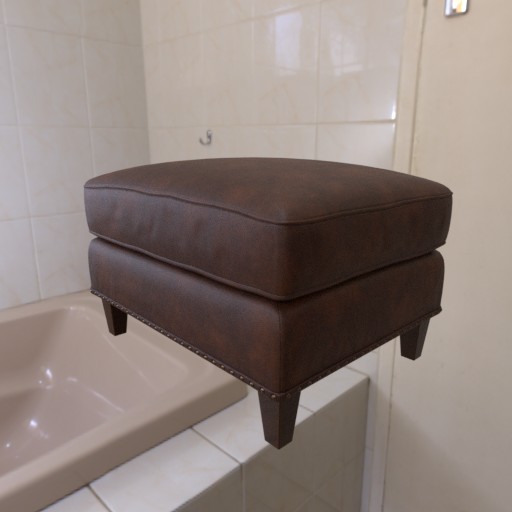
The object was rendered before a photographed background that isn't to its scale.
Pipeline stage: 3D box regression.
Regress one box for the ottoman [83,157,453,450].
[{"bbox_3d":[0.000,0.000,1.125,0.586,0.486,0.742,-13,20,-41],"label":"ottoman"}]
